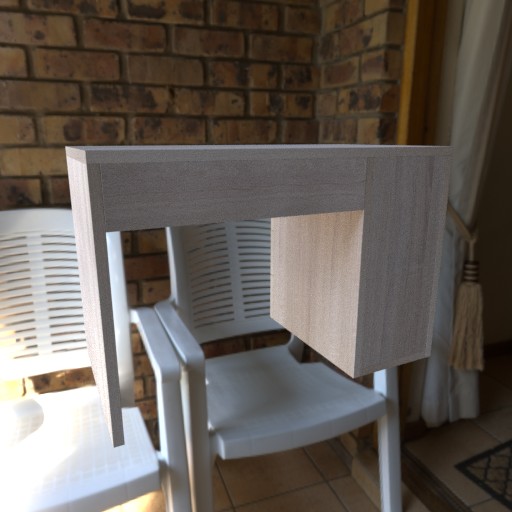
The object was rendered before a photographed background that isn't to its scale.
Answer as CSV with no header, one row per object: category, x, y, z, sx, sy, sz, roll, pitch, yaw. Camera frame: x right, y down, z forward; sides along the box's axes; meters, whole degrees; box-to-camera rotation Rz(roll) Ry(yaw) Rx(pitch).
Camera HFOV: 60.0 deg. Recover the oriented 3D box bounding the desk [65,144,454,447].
desk,0.000,0.000,1.522,1.100,0.731,0.600,-7,17,-25
